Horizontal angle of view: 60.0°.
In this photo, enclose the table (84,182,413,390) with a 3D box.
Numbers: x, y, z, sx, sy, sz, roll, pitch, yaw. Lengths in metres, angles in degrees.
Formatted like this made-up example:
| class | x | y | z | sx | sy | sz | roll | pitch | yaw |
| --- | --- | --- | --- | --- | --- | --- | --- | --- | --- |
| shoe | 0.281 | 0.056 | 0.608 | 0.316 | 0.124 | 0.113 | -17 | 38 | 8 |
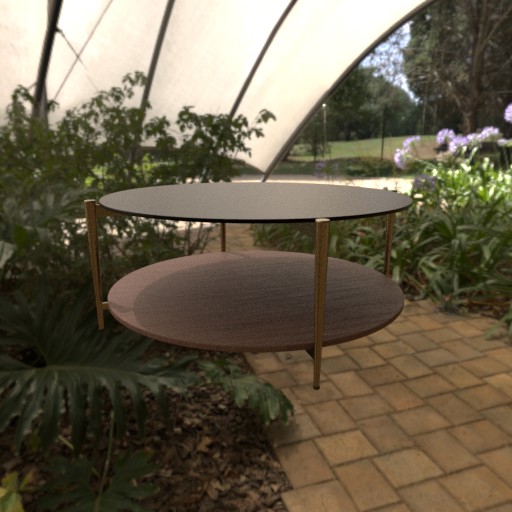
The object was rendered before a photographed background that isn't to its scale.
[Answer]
| class | x | y | z | sx | sy | sz | roll | pitch | yaw |
| --- | --- | --- | --- | --- | --- | --- | --- | --- | --- |
| table | 0.000 | 0.000 | 1.449 | 0.938 | 0.400 | 0.938 | 13 | 19 | 42 |
